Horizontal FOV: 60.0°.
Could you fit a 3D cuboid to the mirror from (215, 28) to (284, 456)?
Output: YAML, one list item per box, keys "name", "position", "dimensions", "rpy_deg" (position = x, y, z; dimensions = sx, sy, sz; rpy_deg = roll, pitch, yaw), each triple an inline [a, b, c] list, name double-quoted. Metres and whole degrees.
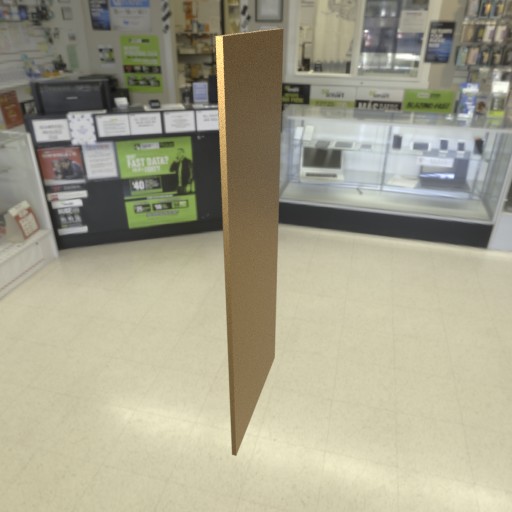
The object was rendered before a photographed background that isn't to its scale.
- name: "mirror"
  position: [0.000, 0.000, 2.247]
  dimensions: [0.025, 2.031, 0.812]
  rpy_deg: [8, 30, 15]
